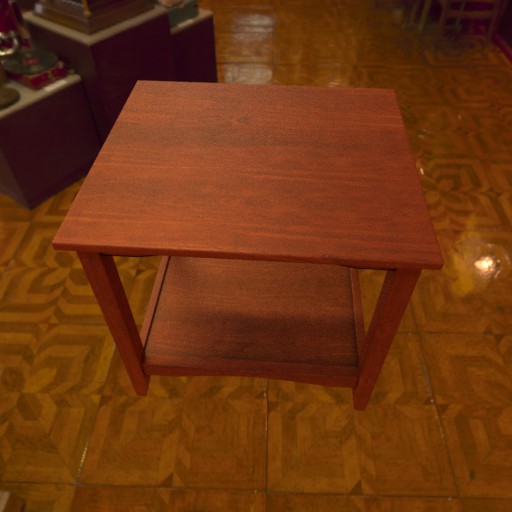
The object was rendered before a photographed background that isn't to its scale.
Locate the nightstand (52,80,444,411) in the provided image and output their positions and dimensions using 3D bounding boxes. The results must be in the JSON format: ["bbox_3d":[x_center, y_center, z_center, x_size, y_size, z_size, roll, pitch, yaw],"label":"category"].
[{"bbox_3d":[0.000,0.000,0.999,0.558,0.558,0.501,3,48,3],"label":"nightstand"}]
